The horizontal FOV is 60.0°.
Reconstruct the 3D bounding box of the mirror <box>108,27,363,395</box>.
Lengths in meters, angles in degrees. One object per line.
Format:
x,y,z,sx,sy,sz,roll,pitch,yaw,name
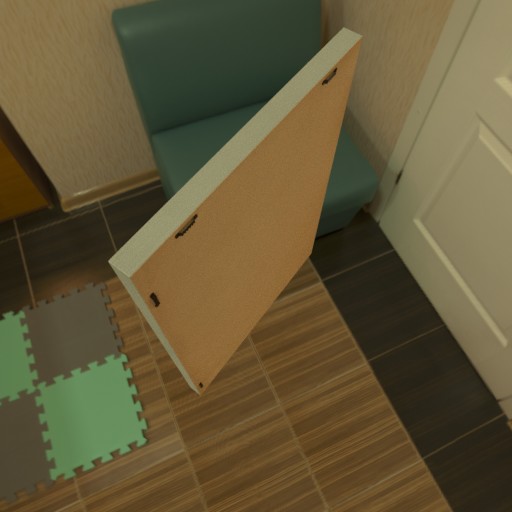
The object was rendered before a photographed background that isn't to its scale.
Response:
0.000,0.000,0.902,0.039,0.710,0.507,33,67,16,mirror
